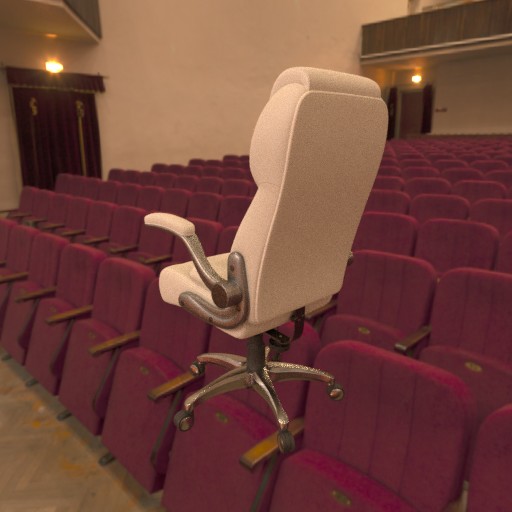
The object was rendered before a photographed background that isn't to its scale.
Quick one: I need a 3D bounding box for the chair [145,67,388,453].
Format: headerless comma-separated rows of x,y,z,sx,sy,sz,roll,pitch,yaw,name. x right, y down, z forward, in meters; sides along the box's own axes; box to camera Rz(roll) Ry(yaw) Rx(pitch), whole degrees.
0.000,0.000,1.795,0.755,1.330,0.806,-14,20,-43,chair
